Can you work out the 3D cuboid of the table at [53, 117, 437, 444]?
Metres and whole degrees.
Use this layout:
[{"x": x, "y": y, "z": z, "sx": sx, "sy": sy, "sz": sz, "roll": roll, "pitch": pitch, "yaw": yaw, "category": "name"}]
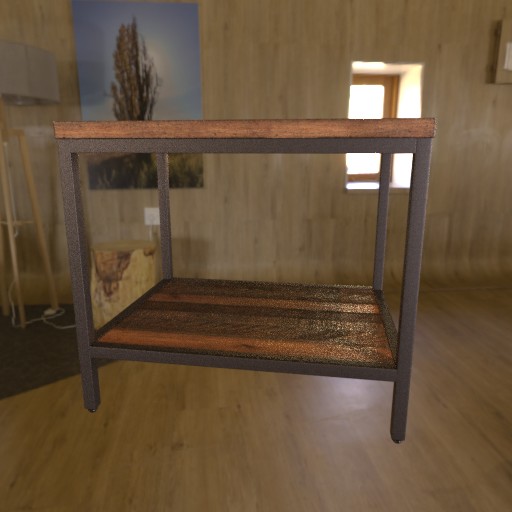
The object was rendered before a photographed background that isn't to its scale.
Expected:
[{"x": 0.000, "y": 0.000, "z": 1.090, "sx": 0.678, "sy": 0.612, "sz": 0.524, "roll": 2, "pitch": 14, "yaw": 9, "category": "table"}]
